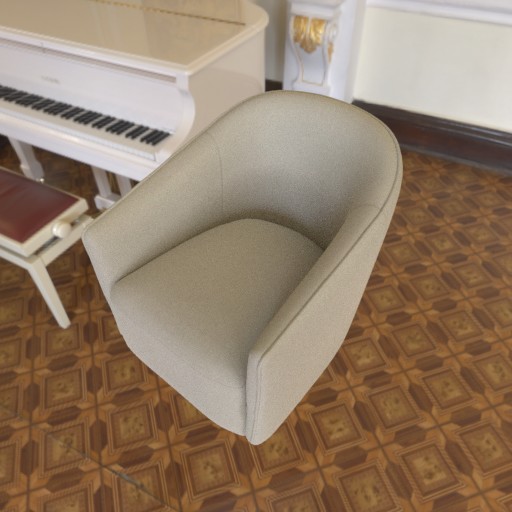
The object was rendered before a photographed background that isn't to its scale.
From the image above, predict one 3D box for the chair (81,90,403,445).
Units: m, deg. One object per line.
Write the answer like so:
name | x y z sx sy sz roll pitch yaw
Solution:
chair | 0.000 0.000 1.496 0.747 0.799 0.875 30 52 27
